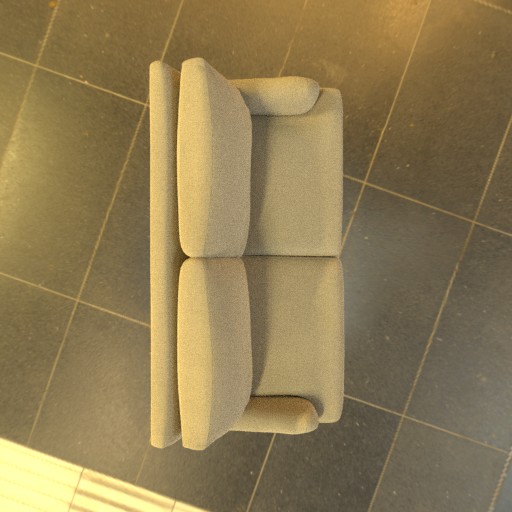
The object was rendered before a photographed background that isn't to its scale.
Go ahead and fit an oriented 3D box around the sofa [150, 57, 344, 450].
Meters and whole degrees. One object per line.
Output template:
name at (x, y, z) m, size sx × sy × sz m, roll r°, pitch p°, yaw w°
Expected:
sofa at (0.000, 0.000, 2.686) m, size 1.091 × 0.997 × 2.070 m, roll 0°, pitch 91°, yaw 0°
